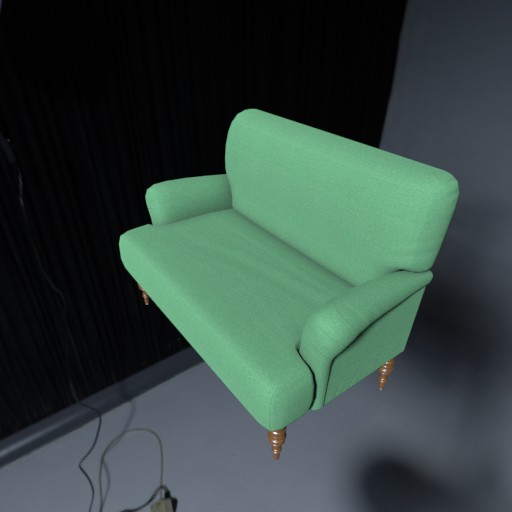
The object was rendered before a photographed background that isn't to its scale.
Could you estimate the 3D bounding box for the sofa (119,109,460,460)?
[{"bbox_3d":[0.000,0.000,1.826,0.779,0.889,1.297,-20,37,-30],"label":"sofa"}]
